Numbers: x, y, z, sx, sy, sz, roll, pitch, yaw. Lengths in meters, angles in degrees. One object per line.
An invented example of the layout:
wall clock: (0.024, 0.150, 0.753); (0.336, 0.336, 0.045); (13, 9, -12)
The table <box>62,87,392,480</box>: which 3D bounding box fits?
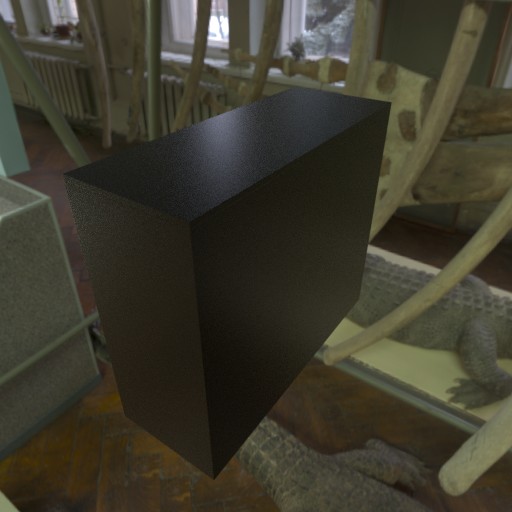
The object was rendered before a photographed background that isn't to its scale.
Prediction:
table: (0.000, 0.000, 1.374); (0.380, 0.790, 0.930); (21, 39, 29)
